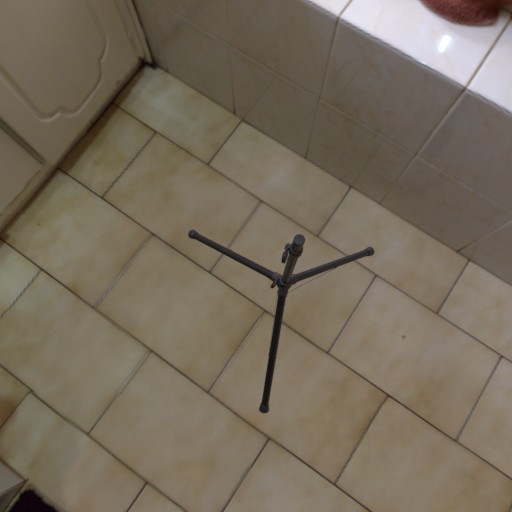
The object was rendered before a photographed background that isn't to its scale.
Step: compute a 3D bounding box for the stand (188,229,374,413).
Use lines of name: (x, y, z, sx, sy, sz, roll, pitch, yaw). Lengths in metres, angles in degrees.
stand: (0.000, 0.000, 1.852, 0.907, 1.136, 1.045, 36, 79, 8)
